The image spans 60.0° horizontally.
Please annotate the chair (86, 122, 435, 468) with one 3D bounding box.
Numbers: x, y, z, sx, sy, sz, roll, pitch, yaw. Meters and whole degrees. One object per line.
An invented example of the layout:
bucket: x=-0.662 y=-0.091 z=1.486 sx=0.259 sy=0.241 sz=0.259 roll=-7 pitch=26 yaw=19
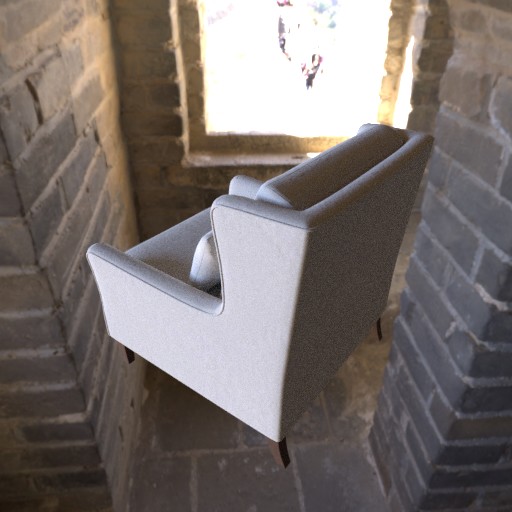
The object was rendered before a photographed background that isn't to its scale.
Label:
chair: x=0.000 y=0.000 z=1.876 sx=1.040 sy=1.056 sz=0.982 roll=22 pitch=38 yaw=31
